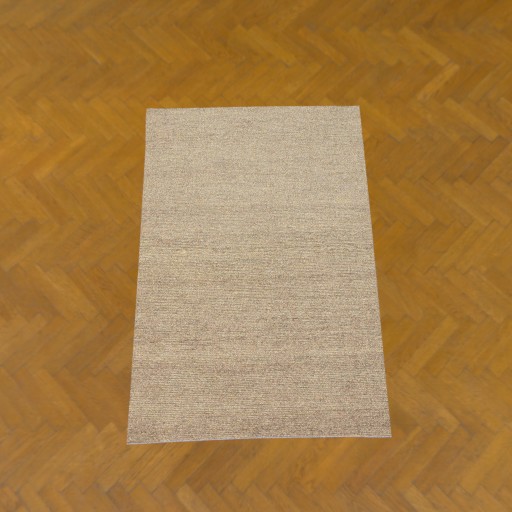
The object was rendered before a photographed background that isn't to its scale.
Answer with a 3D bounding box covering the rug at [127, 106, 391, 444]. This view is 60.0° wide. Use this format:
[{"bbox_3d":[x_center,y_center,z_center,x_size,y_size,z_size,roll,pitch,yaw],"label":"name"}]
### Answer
[{"bbox_3d":[0.000,0.000,3.006,1.609,0.030,2.342,-1,74,0],"label":"rug"}]
